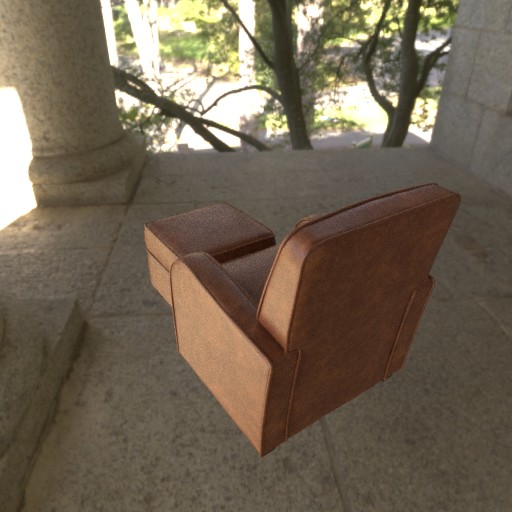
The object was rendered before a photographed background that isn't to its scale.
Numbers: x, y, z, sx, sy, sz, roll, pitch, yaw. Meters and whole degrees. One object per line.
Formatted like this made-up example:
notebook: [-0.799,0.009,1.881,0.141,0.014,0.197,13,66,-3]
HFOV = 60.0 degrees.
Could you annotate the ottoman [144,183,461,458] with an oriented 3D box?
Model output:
ottoman: [0.000,0.000,1.859,0.732,0.904,1.314,-19,35,-29]
